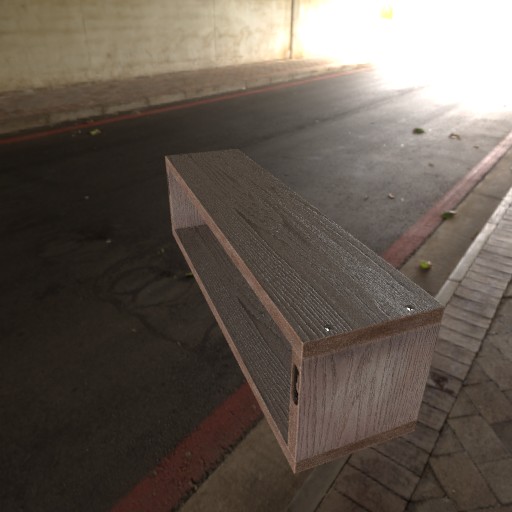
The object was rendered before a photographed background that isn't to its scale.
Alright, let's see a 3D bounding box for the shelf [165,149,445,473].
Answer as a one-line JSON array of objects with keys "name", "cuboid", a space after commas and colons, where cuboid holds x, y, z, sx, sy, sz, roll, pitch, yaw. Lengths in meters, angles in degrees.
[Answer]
[{"name": "shelf", "cuboid": [0.000, 0.000, 0.687, 0.150, 0.170, 0.610, -10, 30, -18]}]
